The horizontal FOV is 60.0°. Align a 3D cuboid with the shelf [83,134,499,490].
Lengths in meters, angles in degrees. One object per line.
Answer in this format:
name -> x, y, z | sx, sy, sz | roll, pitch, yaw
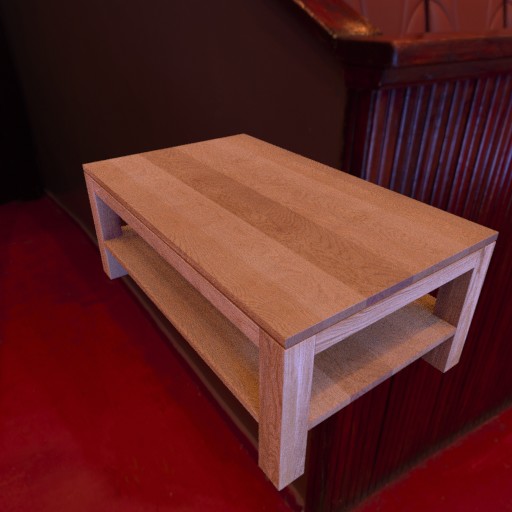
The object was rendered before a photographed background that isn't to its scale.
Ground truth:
shelf -> 0.000, 0.000, 1.471 | 0.700, 0.450, 1.150 | -20, 36, -30
